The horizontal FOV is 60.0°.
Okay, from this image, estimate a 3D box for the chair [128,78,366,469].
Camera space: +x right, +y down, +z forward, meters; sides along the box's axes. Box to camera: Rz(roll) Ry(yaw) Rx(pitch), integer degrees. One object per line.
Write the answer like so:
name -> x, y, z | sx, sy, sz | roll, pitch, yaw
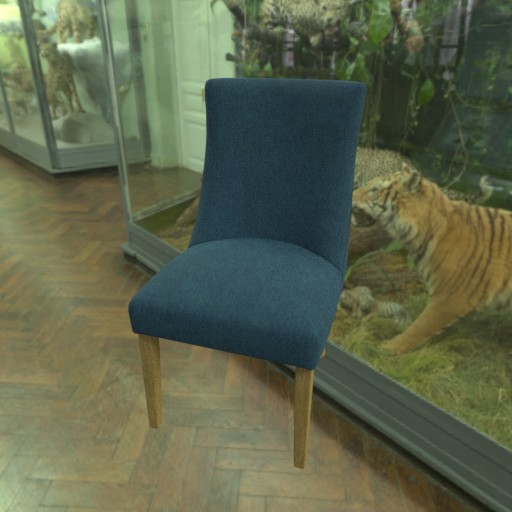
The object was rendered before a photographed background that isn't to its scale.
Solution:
chair -> 0.000, 0.000, 1.259 | 0.495, 0.902, 0.609 | 8, 27, 16
